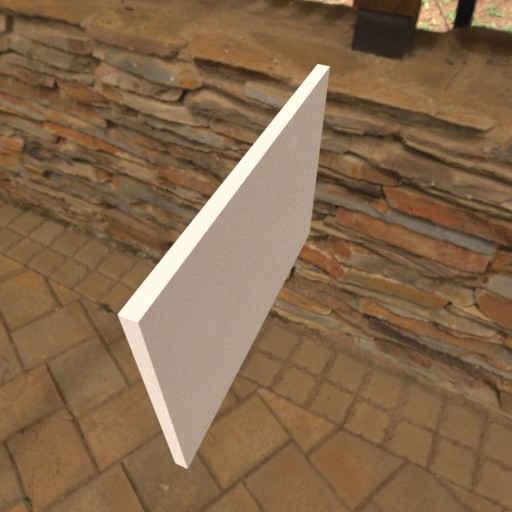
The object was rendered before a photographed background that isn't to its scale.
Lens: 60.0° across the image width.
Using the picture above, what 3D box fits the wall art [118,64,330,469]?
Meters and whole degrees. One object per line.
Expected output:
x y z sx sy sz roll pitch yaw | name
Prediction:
0.000 0.000 1.651 0.051 0.902 1.308 18 49 16 | wall art
